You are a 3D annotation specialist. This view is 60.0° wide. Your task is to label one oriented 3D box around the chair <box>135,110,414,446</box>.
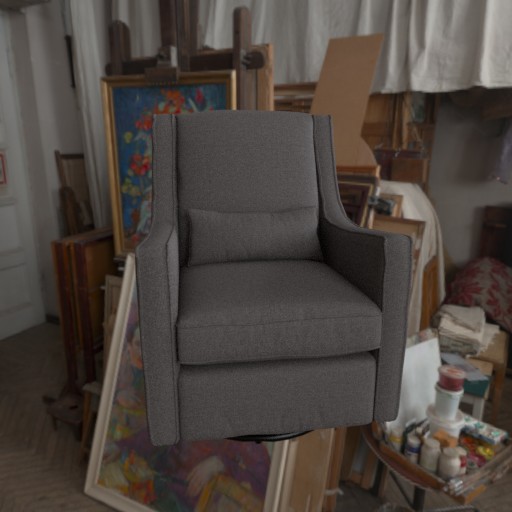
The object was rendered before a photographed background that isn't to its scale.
[{"bbox_3d":[0.000,0.000,1.537,0.732,0.993,0.879,-2,16,-9],"label":"chair"}]
